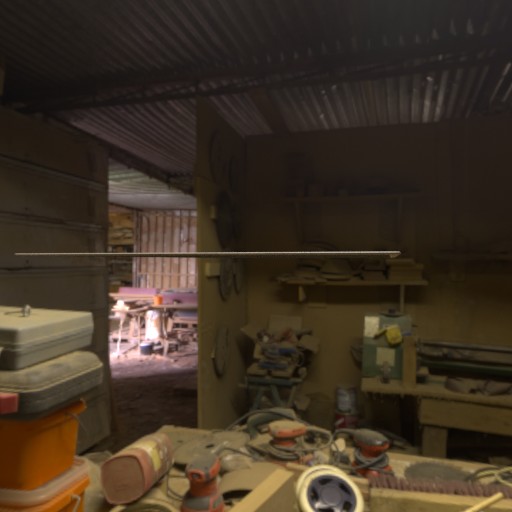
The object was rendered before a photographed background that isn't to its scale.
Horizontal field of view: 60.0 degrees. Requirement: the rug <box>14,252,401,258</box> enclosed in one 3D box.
[{"bbox_3d":[0.000,0.000,3.993,2.423,0.019,3.009,0,-1,17],"label":"rug"}]
